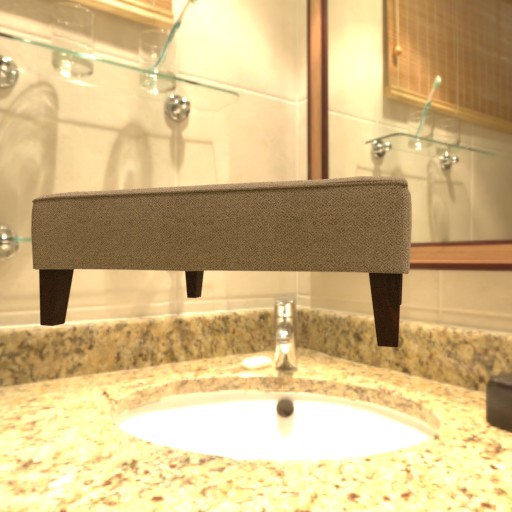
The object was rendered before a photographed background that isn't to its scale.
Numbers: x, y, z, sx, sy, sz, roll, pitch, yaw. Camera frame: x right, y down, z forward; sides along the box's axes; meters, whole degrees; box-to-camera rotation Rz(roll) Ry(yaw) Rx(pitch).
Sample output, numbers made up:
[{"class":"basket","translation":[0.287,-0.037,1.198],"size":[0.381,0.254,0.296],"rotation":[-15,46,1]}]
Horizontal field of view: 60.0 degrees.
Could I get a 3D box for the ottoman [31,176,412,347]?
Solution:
[{"class":"ottoman","translation":[0.000,0.000,1.499],"size":[0.982,0.381,0.973],"rotation":[0,0,19]}]
